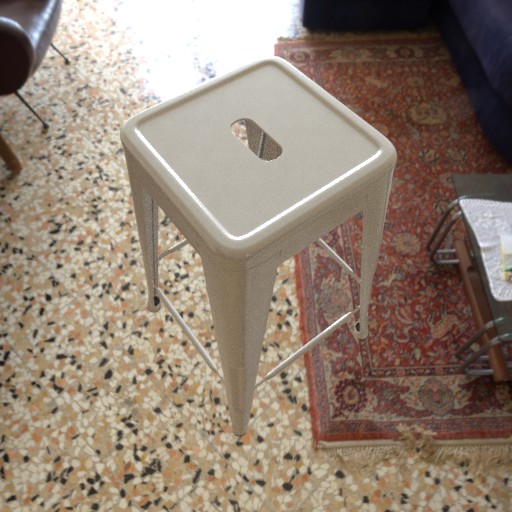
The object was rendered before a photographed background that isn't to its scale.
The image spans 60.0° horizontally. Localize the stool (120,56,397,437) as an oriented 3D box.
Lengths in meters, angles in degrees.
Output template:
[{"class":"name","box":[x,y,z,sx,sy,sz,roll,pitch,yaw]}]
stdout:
[{"class":"stool","box":[0.000,0.000,0.862,0.406,0.610,0.406,-33,63,-19]}]
